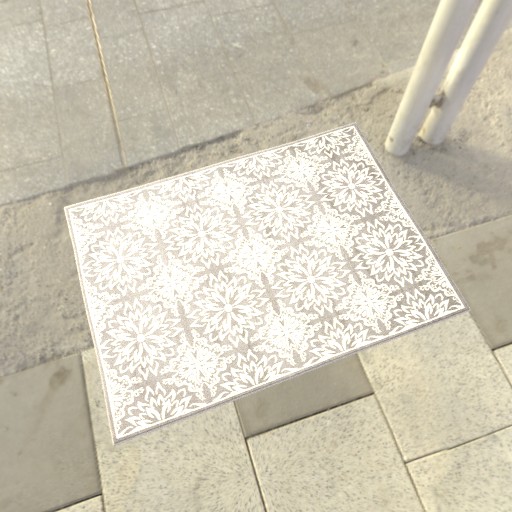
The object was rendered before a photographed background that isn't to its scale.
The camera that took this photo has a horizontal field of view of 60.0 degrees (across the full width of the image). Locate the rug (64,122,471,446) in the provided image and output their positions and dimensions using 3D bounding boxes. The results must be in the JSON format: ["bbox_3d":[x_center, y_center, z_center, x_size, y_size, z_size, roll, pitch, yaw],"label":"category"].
[{"bbox_3d":[0.000,0.000,2.869,2.213,0.014,1.608,-18,65,-9],"label":"rug"}]
